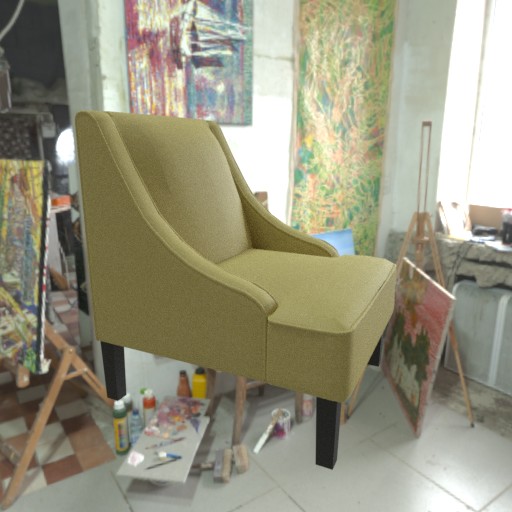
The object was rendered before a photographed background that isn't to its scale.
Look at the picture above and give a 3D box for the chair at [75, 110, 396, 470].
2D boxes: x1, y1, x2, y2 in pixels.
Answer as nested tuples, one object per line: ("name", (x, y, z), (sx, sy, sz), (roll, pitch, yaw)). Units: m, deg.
("chair", (0.000, 0.000, 1.456), (0.814, 0.896, 0.696), (7, 16, 25))
